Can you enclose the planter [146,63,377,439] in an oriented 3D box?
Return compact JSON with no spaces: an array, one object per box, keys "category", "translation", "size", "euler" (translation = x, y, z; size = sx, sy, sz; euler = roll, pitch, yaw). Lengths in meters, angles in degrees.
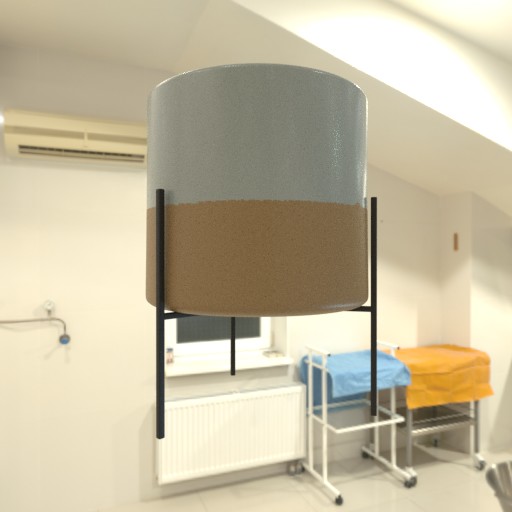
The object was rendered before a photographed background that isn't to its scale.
[{"category":"planter","translation":[0.000,0.000,0.720],"size":[0.348,0.480,0.360],"euler":[0,0,-15]}]
